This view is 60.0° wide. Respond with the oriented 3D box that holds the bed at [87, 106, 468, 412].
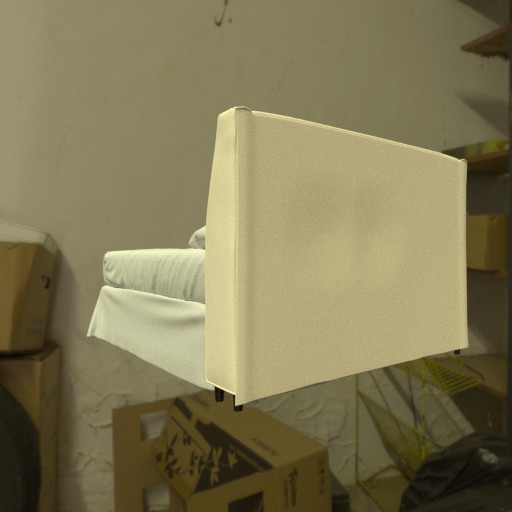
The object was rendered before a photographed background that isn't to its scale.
[{"bbox_3d":[0.000,0.000,3.333,1.925,1.332,2.276,0,1,-37],"label":"bed"}]
